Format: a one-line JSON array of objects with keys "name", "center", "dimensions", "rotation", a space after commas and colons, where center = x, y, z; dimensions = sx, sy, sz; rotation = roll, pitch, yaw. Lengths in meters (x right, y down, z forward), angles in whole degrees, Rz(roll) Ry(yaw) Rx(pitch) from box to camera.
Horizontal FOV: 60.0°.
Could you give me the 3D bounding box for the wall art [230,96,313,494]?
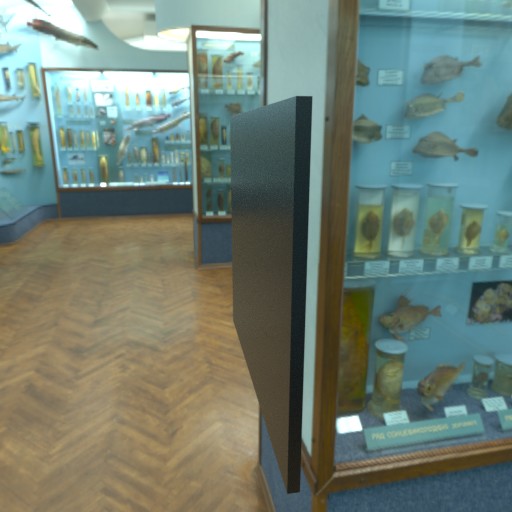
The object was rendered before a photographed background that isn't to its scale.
[{"name": "wall art", "center": [0.000, 0.000, 0.529], "dimensions": [0.012, 0.332, 0.383], "rotation": [-3, 16, -10]}]
